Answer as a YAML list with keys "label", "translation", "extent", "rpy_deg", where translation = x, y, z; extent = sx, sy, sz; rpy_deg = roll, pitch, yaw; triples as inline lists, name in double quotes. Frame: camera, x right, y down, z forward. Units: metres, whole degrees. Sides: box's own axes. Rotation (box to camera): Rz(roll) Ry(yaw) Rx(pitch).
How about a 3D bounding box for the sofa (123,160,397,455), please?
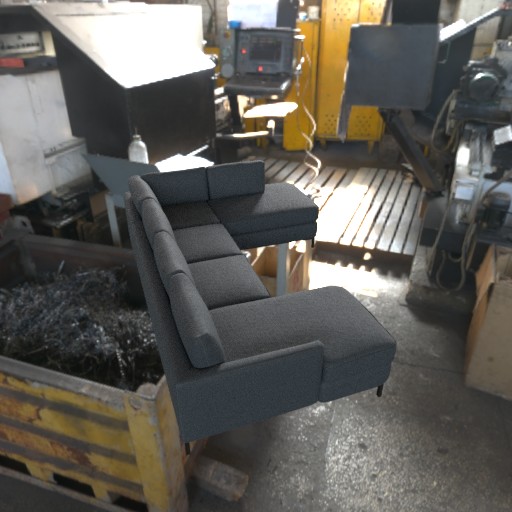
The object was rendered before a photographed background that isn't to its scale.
- label: "sofa"
  translation: [0.000, 0.000, 3.936]
  extent: [1.984, 0.858, 2.975]
  rpy_deg: [-10, 31, -17]
